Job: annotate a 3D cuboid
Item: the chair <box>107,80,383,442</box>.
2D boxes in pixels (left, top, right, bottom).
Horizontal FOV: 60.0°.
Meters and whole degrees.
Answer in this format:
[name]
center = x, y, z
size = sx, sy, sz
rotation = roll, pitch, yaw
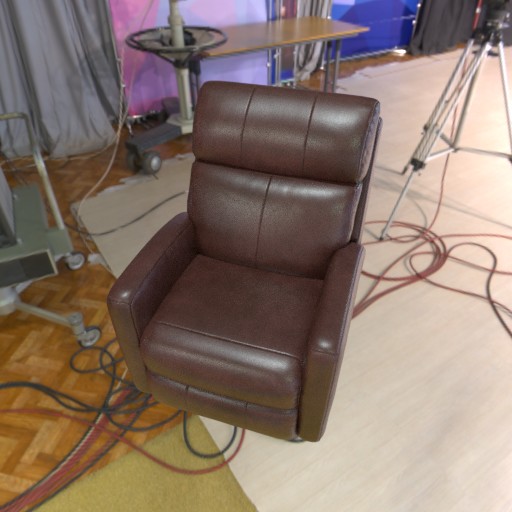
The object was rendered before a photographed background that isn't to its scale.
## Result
[chair]
center = 0.000, 0.000, 1.679
size = 0.787, 1.016, 0.939
rotation = 12, 41, 14
